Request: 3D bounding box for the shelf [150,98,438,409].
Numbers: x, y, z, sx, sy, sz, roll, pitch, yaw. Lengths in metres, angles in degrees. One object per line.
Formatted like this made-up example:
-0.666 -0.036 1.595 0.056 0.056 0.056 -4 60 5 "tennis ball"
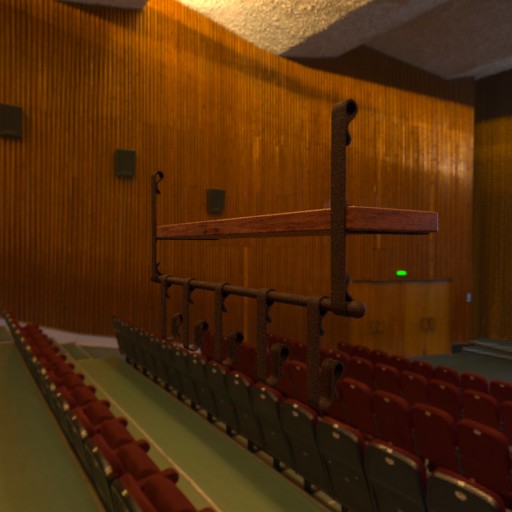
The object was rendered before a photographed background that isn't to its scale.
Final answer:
0.000 0.000 0.709 0.146 0.330 0.567 -1 1 -34 "shelf"
